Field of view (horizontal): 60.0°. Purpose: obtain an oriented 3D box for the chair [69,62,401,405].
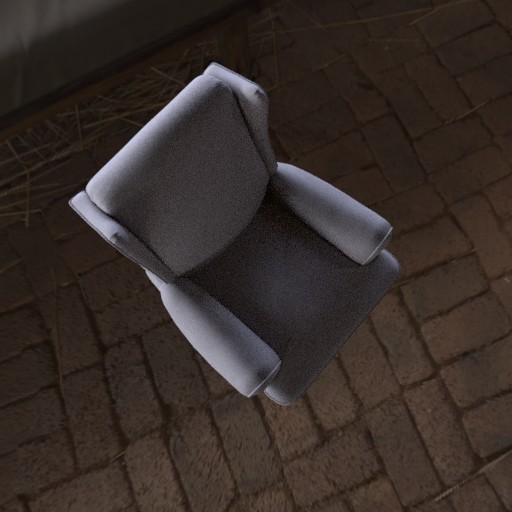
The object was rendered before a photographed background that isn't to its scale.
[{"bbox_3d":[0.000,0.000,1.750,0.969,1.011,0.847,41,80,9],"label":"chair"}]
